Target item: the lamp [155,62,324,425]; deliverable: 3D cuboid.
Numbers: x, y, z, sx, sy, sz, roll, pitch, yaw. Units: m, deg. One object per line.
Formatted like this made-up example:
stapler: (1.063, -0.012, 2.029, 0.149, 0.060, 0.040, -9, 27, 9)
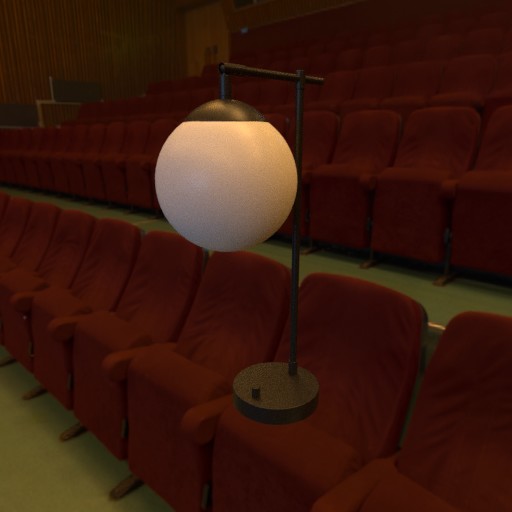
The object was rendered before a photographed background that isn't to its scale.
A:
lamp: (0.000, 0.000, 0.697, 0.197, 0.559, 0.316, 14, 21, 42)
